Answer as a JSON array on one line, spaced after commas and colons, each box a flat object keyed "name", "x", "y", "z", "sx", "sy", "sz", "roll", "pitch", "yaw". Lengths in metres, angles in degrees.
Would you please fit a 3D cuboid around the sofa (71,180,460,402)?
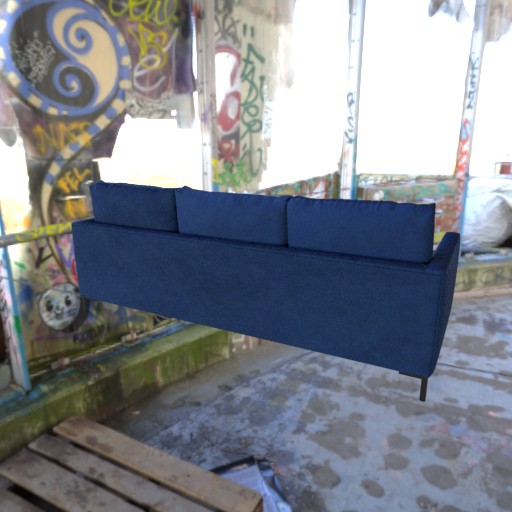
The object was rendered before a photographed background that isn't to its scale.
[{"name": "sofa", "x": 0.000, "y": 0.000, "z": 2.738, "sx": 2.252, "sy": 0.879, "sz": 0.875, "roll": 8, "pitch": 18, "yaw": 27}]
